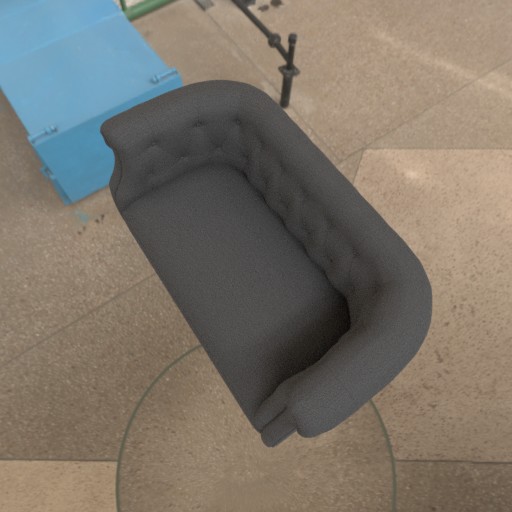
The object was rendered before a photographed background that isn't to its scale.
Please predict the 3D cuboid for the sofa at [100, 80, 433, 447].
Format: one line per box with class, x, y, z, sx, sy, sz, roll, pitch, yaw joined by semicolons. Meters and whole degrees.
sofa;0.000;0.000;2.050;0.835;0.827;1.558;-31;68;-14
